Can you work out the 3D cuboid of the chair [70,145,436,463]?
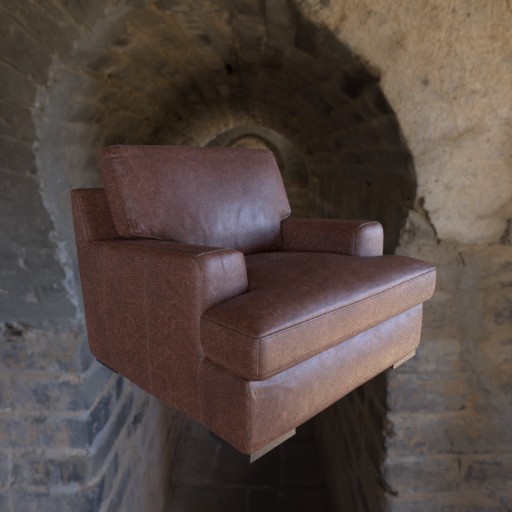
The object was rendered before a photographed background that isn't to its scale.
[{"bbox_3d":[0.000,0.000,1.925,1.143,0.939,1.168,12,17,44],"label":"chair"}]
